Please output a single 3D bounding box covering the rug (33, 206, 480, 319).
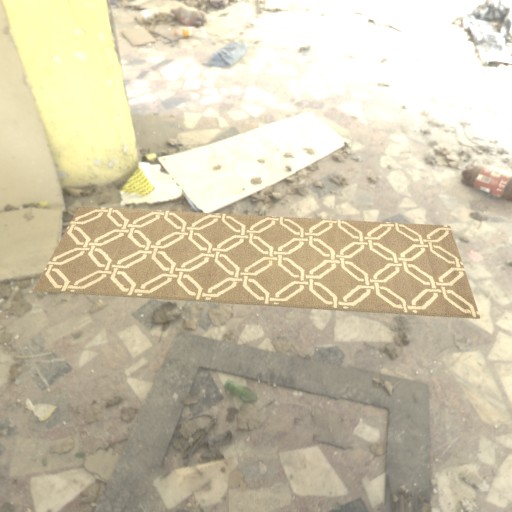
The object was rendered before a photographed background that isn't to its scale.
[{"bbox_3d":[0.000,0.000,2.479,2.276,0.014,0.678,3,46,3],"label":"rug"}]
